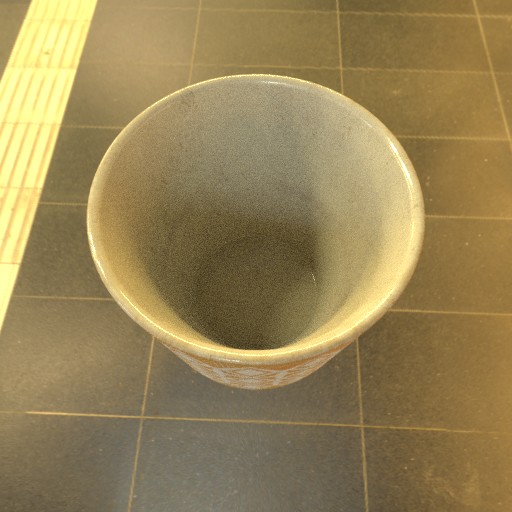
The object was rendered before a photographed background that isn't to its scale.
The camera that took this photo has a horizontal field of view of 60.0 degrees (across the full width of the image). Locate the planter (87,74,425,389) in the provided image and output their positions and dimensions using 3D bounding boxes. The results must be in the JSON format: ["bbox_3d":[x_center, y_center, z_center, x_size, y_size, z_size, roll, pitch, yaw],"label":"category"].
[{"bbox_3d":[0.000,0.000,0.329,0.193,0.165,0.193,0,65,0],"label":"planter"}]
